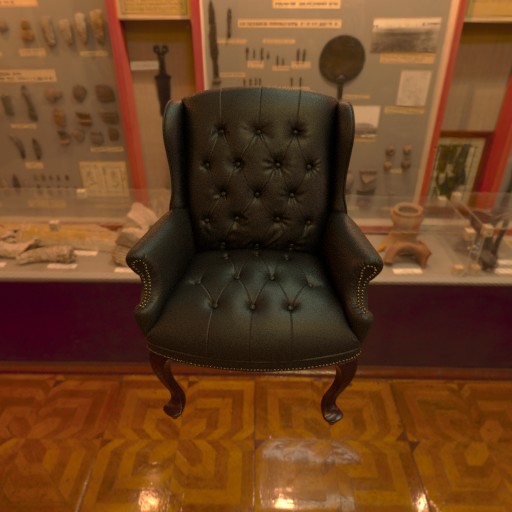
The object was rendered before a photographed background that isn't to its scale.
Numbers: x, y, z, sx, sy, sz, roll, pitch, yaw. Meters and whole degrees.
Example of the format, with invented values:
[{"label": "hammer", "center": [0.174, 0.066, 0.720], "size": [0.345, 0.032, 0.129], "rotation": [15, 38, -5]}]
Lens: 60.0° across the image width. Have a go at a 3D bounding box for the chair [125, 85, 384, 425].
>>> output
[{"label": "chair", "center": [0.000, 0.000, 1.674], "size": [0.838, 1.111, 0.762], "rotation": [1, 32, 2]}]
